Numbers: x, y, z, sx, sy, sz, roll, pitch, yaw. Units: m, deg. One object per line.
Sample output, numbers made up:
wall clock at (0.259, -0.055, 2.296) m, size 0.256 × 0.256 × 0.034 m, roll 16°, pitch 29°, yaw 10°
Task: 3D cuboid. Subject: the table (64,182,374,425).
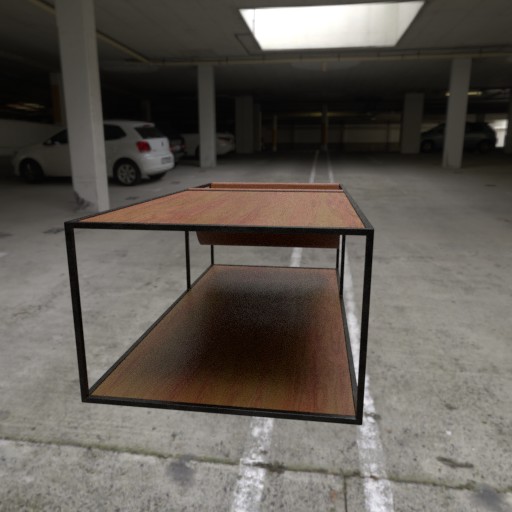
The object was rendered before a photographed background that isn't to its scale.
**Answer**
table at (0.000, 0.000, 1.456) m, size 0.597 × 0.403 × 1.199 m, roll 2°, pitch 13°, yaw 8°
